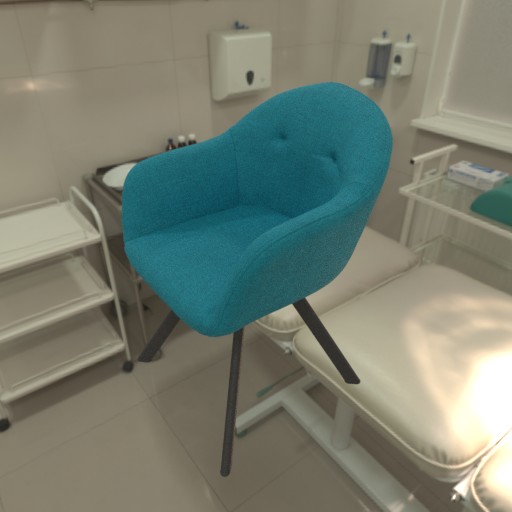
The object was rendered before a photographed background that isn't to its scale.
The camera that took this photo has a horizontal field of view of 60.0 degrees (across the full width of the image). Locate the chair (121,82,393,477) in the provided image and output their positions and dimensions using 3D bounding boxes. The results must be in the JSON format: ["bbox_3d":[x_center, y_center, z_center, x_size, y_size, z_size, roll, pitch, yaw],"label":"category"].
[{"bbox_3d":[0.000,0.000,1.141,0.565,0.775,0.545,-22,39,-31],"label":"chair"}]
